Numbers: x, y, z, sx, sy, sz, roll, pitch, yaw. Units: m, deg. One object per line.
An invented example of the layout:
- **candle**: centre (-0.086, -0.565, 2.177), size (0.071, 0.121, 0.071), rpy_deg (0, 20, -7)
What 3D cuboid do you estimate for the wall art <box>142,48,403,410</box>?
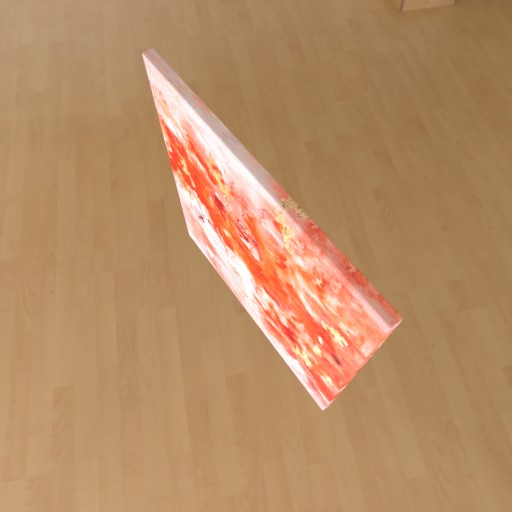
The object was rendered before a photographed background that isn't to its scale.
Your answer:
- **wall art**: centre (0.000, 0.000, 1.324), size (0.066, 0.878, 0.878), rpy_deg (-33, 67, -16)
